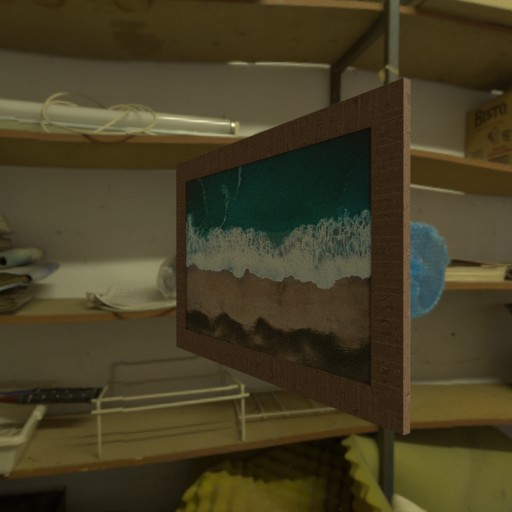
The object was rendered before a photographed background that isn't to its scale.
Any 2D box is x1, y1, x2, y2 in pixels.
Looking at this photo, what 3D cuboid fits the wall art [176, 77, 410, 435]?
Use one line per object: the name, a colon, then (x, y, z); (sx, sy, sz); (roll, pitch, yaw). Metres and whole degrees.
wall art: (0.000, 0.000, 1.155); (0.019, 0.626, 0.917); (0, 0, -35)
